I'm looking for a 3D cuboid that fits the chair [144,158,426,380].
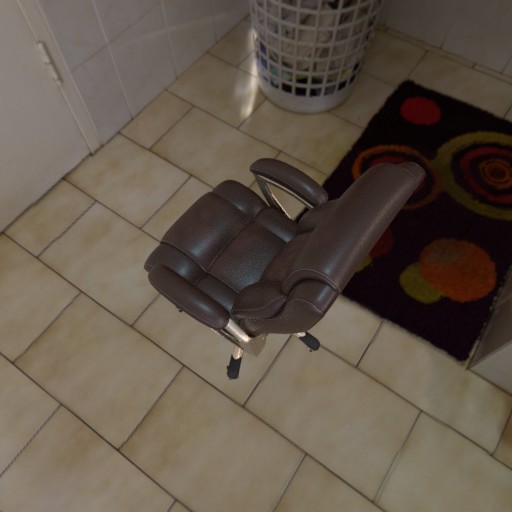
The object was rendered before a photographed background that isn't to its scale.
[{"bbox_3d":[0.000,0.000,1.633,0.749,1.194,0.692,34,67,16],"label":"chair"}]
